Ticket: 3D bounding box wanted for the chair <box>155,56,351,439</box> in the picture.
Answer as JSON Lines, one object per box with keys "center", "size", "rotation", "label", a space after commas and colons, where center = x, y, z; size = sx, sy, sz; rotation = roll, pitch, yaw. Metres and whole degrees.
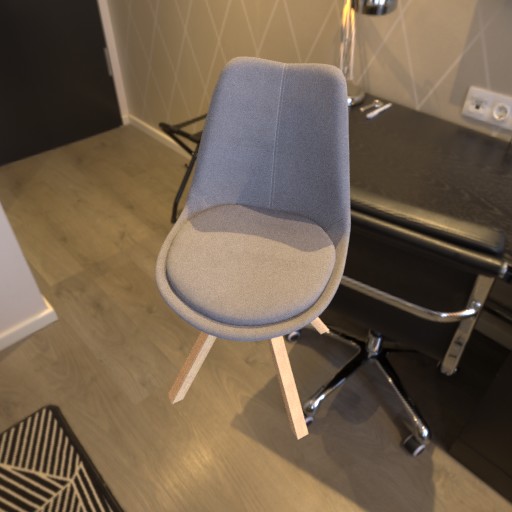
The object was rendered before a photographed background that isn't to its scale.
{"center": [0.000, 0.000, 1.201], "size": [0.474, 0.863, 0.549], "rotation": [11, 42, 13], "label": "chair"}
